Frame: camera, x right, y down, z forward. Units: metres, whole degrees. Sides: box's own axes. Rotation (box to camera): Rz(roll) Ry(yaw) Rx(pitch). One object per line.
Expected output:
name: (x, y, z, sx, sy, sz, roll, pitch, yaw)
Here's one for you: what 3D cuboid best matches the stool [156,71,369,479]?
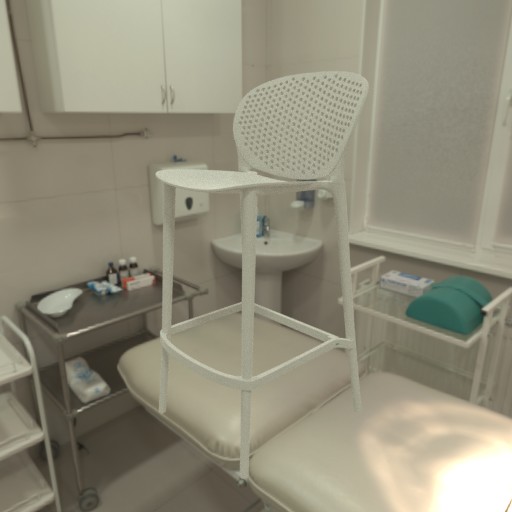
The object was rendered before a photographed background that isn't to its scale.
stool: (0.000, 0.000, 1.318, 0.536, 1.045, 0.535, 17, 24, 42)
